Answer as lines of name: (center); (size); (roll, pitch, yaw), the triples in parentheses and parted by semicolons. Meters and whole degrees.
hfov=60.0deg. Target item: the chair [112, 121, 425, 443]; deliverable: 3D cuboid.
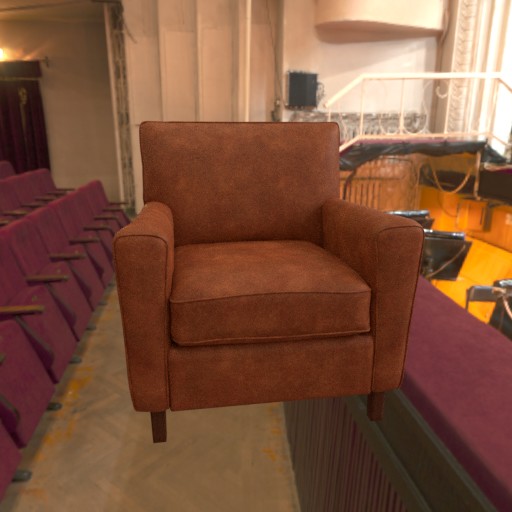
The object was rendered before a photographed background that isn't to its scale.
chair: (0.000, 0.000, 1.594); (0.870, 0.943, 0.823); (-2, 16, -8)
